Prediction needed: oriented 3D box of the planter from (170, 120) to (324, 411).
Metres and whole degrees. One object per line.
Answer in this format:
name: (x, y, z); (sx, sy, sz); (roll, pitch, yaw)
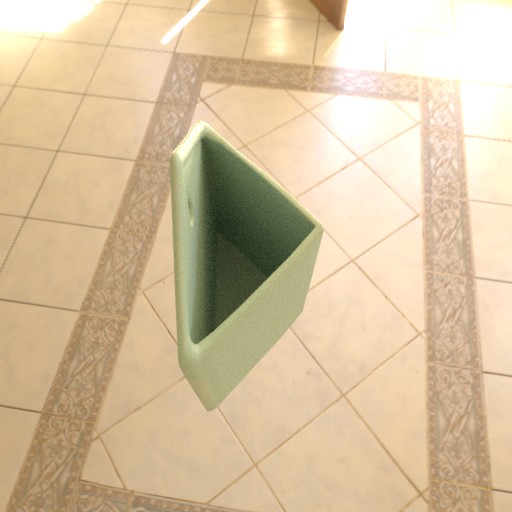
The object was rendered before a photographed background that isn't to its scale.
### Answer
planter: (0.000, 0.000, 0.287); (0.079, 0.197, 0.164); (0, 62, 0)
